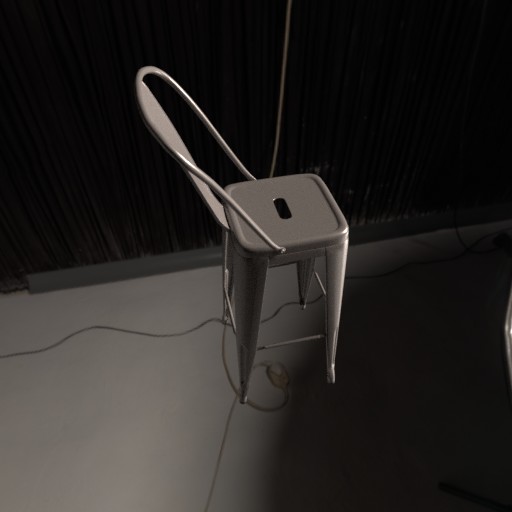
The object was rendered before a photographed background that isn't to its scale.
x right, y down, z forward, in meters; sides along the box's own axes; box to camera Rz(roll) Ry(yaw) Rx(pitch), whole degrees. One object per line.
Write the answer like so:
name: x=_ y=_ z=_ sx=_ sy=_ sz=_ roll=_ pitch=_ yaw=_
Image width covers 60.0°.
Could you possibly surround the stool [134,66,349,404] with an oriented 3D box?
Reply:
stool: x=0.000 y=0.000 z=1.336 sx=0.513 sy=1.096 sz=0.399 roll=-10 pitch=46 yaw=-9
